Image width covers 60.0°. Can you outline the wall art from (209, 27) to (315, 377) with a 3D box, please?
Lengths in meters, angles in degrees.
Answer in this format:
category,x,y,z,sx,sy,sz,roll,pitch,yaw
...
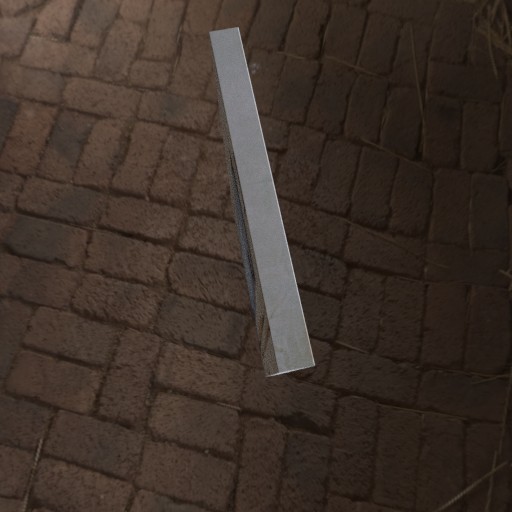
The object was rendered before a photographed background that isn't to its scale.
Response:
category,x,y,z,sx,sy,sz,roll,pitch,yaw
wall art,0.000,0.000,0.772,0.036,0.607,0.403,-11,75,-3
